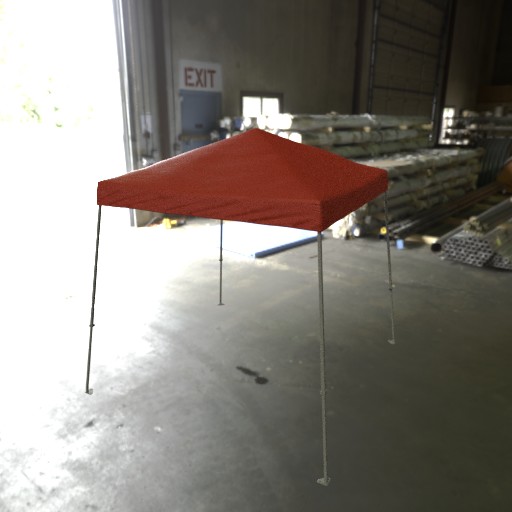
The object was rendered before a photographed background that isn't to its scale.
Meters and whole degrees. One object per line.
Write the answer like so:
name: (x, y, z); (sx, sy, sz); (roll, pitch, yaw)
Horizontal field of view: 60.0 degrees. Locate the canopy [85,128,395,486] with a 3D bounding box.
canopy: (0.000, 0.000, 5.131); (2.850, 2.850, 2.849); (9, 19, 26)
